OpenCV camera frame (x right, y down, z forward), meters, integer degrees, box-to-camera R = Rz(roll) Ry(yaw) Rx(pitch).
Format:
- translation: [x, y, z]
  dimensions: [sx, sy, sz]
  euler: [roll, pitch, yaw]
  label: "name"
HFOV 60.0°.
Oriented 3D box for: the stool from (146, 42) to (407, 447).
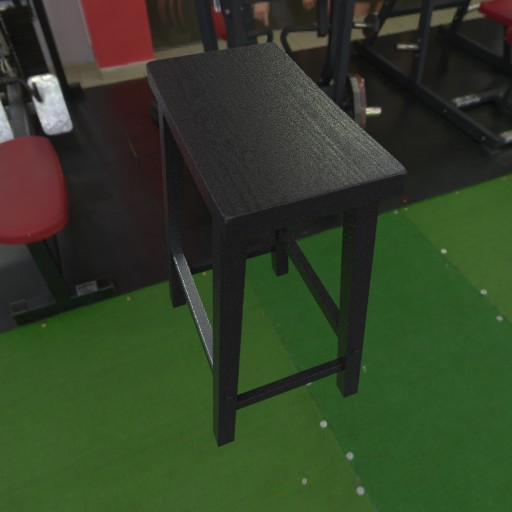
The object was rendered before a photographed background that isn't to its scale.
- translation: [0.000, 0.000, 0.842]
  dimensions: [0.322, 0.610, 0.406]
  euler: [-16, 49, -14]
  label: "stool"
